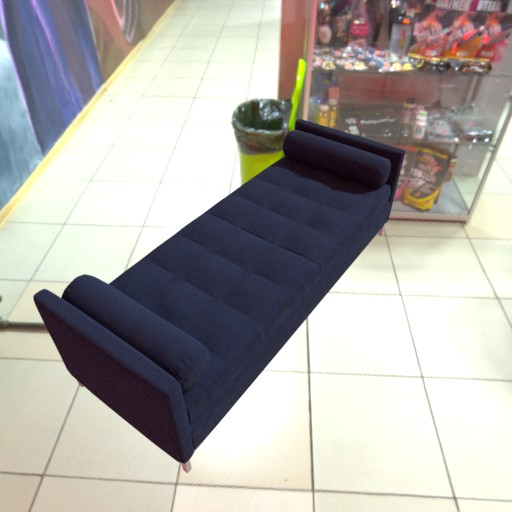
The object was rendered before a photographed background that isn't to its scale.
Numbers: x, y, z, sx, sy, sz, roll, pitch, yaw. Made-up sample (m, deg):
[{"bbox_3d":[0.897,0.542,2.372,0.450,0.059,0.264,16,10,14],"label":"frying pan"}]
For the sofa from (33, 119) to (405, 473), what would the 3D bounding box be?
[{"bbox_3d":[0.000,0.000,2.477,0.797,0.657,2.102,26,48,26],"label":"sofa"}]
